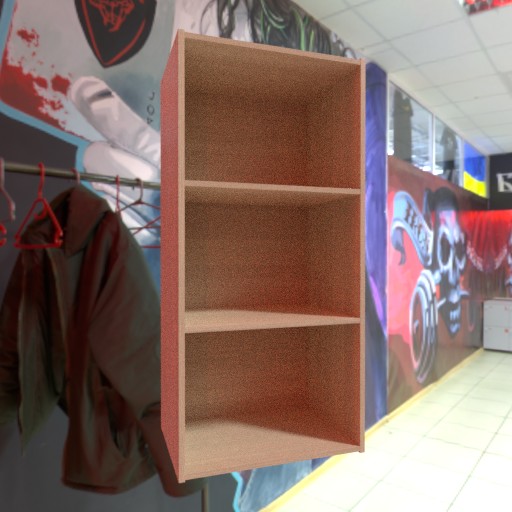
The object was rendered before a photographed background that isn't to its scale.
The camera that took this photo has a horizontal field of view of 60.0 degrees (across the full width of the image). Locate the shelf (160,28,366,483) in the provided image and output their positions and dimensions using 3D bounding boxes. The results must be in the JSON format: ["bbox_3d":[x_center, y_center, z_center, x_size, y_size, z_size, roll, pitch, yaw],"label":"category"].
[{"bbox_3d":[0.000,0.000,1.059,0.417,0.876,0.292,0,0,-19],"label":"shelf"}]
